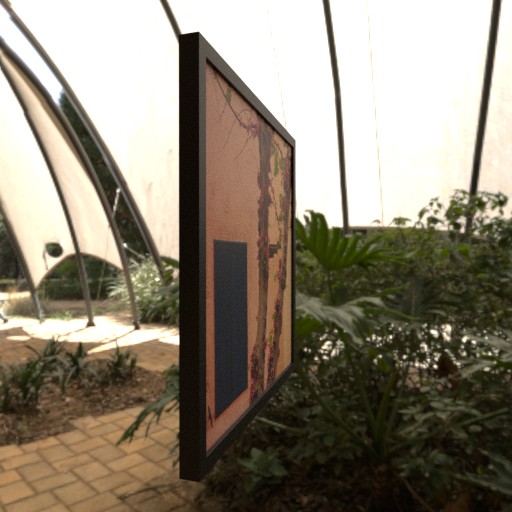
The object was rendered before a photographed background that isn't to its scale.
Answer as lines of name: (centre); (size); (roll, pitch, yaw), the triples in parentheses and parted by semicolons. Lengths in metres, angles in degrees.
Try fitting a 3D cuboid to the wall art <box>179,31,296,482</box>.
wall art: (0.000, 0.000, 1.117); (0.038, 0.762, 0.762); (0, 1, 17)
